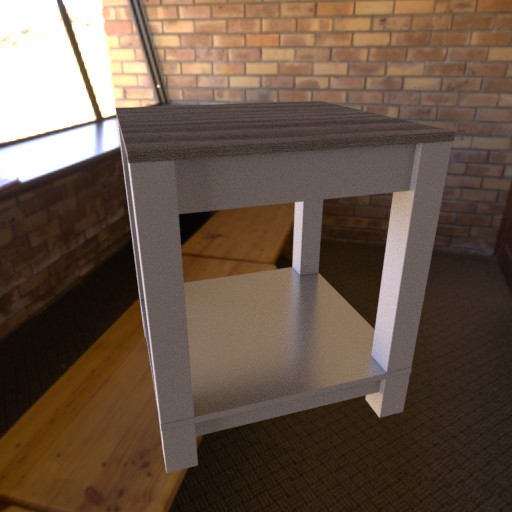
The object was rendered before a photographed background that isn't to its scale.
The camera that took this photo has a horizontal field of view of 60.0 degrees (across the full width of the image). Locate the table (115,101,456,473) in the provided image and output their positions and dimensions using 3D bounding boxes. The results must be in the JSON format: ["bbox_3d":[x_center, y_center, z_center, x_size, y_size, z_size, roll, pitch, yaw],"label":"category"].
[{"bbox_3d":[0.000,0.000,0.976,0.506,0.587,0.504,-8,26,-16],"label":"table"}]
